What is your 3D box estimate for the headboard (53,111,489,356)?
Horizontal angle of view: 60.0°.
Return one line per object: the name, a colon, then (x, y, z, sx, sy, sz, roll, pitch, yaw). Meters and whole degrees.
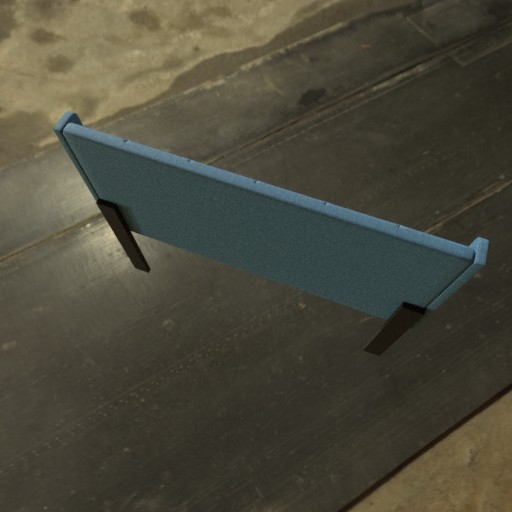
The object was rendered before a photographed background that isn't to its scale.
headboard: (0.000, 0.000, 2.679, 2.051, 1.524, 0.184, 19, 66, 9)
